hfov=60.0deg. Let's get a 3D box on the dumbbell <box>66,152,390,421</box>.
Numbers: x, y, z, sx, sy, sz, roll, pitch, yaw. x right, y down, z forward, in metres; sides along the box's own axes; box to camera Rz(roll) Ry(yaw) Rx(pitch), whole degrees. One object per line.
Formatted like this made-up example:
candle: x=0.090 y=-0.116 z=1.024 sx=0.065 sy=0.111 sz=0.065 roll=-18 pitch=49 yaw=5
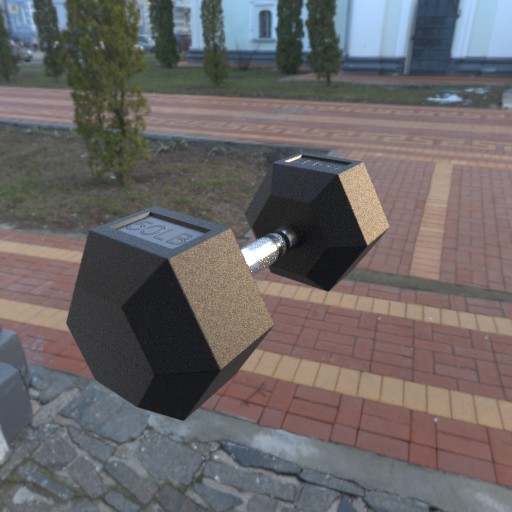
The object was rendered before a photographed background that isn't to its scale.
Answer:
dumbbell: x=0.000 y=0.000 z=0.473 sx=0.173 sy=0.150 sz=0.384 roll=18 pitch=31 yaw=32
